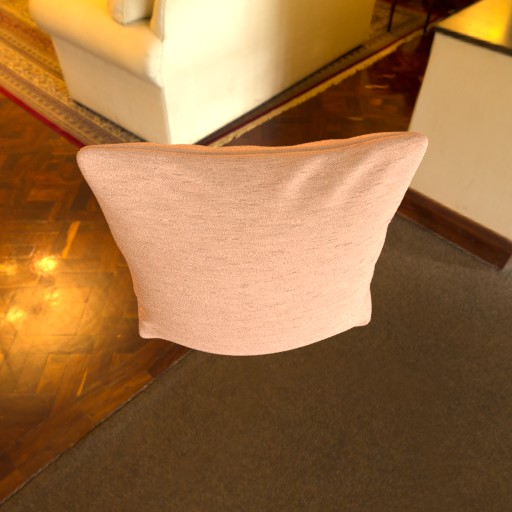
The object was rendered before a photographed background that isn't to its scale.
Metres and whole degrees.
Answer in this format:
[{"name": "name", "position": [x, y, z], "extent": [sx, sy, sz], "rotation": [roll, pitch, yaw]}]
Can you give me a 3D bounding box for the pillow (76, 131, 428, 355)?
[{"name": "pillow", "position": [0.000, 0.000, 0.685], "extent": [0.432, 0.415, 0.246], "rotation": [-3, 48, -3]}]
